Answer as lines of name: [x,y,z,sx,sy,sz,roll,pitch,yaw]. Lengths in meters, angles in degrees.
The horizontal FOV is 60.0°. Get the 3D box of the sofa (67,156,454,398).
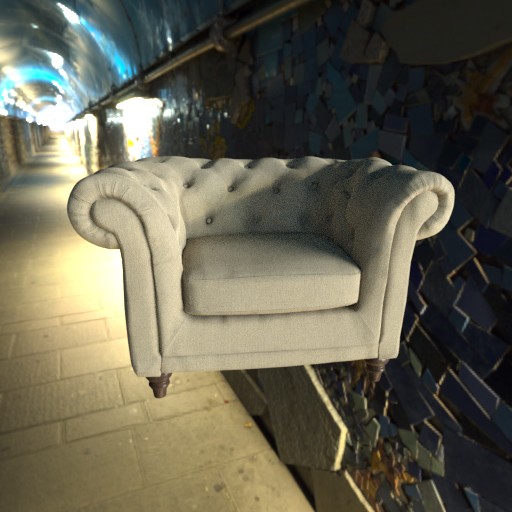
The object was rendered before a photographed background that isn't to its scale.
sofa: [0.000,0.000,2.060,1.405,0.878,1.034,-2,17,-7]
